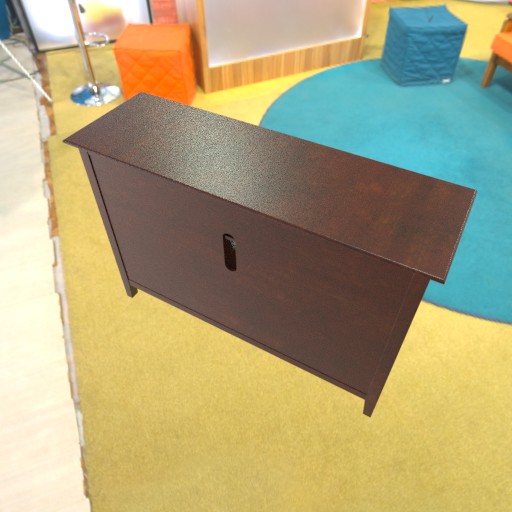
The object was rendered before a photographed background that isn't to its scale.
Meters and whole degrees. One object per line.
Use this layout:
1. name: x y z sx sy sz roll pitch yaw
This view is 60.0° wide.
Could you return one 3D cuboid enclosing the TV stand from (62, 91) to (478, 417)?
1. TV stand: 0.000 0.000 1.838 1.372 0.915 0.445 22 50 20
